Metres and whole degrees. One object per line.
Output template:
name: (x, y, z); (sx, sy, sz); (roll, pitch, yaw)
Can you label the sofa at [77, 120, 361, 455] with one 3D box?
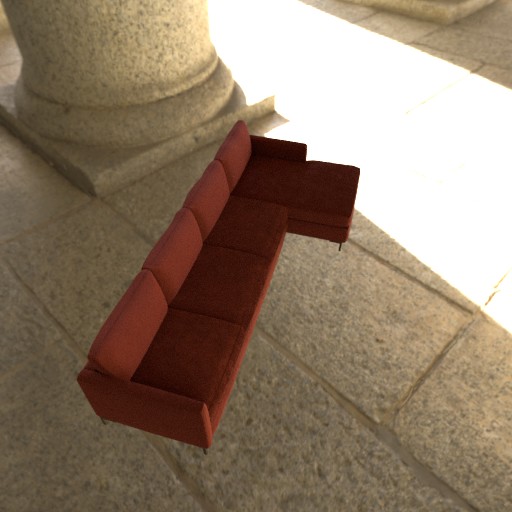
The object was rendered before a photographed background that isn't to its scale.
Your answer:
sofa: (0.000, 0.000, 3.532); (1.350, 0.810, 2.932); (12, 47, 11)
